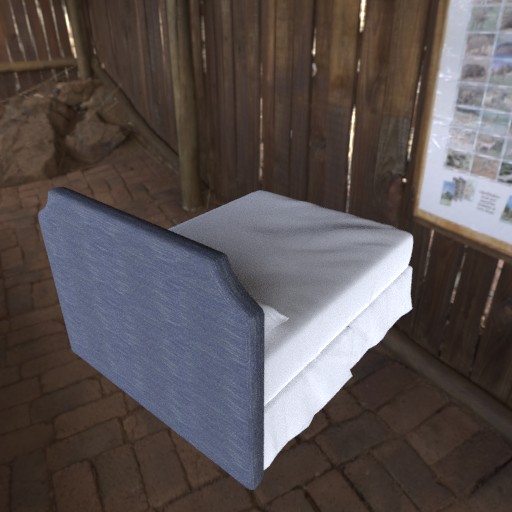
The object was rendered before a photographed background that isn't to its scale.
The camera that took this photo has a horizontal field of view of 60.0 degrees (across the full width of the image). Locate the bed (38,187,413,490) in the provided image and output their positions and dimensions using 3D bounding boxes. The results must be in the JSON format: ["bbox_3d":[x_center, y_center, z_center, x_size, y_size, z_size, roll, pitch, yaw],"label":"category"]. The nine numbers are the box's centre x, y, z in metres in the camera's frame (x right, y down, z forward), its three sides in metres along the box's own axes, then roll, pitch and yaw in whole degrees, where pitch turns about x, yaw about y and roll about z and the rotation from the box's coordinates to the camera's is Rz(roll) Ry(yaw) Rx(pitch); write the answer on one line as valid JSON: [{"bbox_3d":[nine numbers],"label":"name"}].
[{"bbox_3d":[0.000,0.000,3.109,1.693,1.290,2.116,22,36,34],"label":"bed"}]
